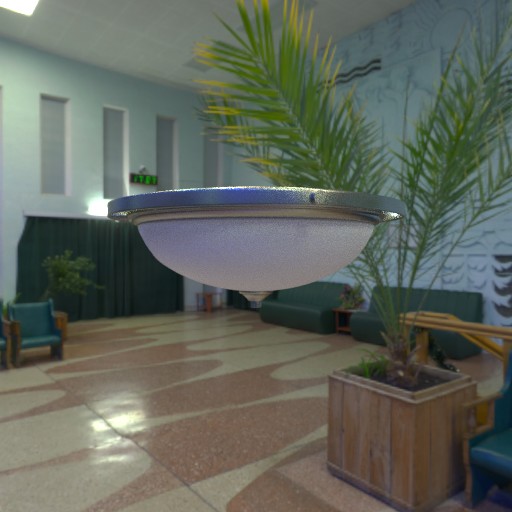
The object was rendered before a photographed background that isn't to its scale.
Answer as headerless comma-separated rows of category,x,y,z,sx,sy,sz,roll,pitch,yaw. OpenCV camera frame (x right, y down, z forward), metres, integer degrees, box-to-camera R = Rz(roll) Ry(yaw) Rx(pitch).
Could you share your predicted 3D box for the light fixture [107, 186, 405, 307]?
light fixture,0.000,0.000,0.566,0.361,0.130,0.361,0,0,0
